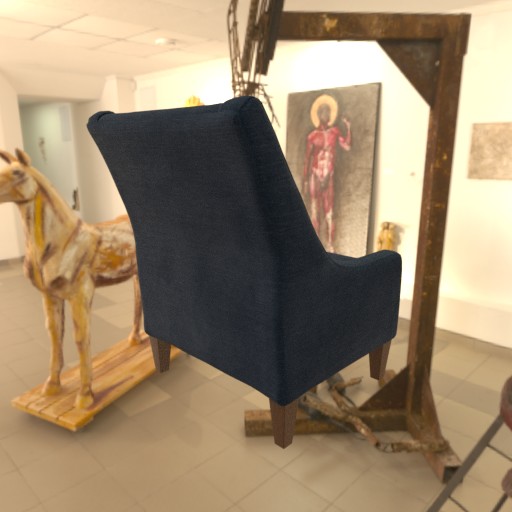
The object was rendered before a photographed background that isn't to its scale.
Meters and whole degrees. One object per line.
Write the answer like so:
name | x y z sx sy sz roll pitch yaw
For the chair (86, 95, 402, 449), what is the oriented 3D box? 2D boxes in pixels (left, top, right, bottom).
chair | 0.000 0.000 1.634 0.774 1.014 0.870 14 19 43
